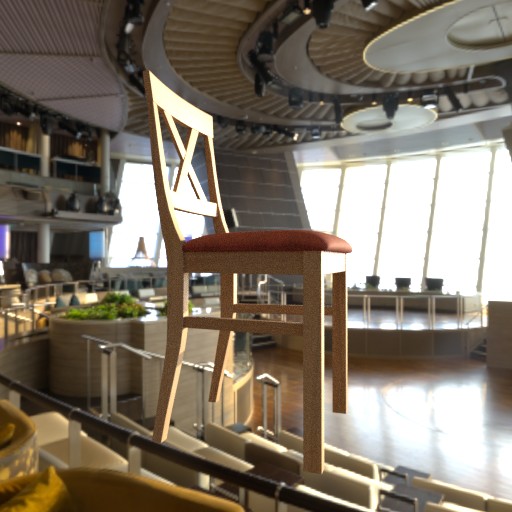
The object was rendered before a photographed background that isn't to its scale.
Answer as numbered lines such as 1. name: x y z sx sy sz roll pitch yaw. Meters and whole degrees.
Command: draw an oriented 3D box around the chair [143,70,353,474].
1. chair: 0.000 0.000 1.191 0.492 0.912 0.439 0 -1 19
